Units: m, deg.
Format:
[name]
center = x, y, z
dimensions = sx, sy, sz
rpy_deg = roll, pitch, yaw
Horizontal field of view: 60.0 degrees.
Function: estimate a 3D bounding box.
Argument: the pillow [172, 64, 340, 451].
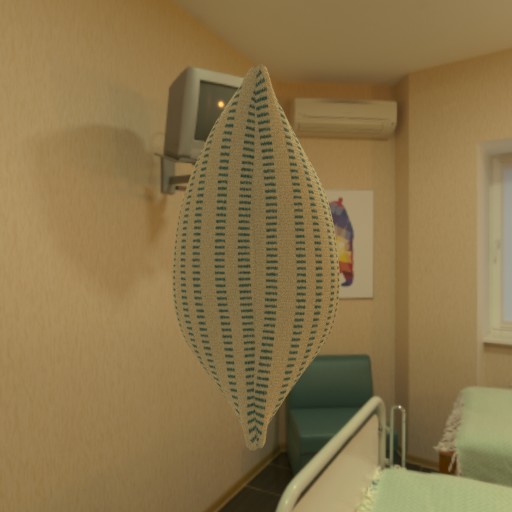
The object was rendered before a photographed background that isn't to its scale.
[pillow]
center = 0.000, 0.000, 0.690
dimensions = 0.247, 0.419, 0.438
rpy_deg = 0, 0, 0
